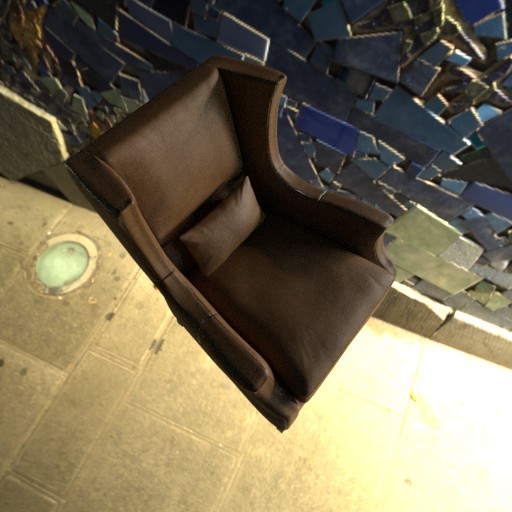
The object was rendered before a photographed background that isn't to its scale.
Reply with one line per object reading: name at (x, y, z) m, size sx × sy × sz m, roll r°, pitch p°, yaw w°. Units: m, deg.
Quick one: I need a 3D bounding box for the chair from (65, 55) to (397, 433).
chair at (0.000, 0.000, 1.686) m, size 0.925 × 1.016 × 0.852 m, roll 35°, pitch 64°, yaw 19°
